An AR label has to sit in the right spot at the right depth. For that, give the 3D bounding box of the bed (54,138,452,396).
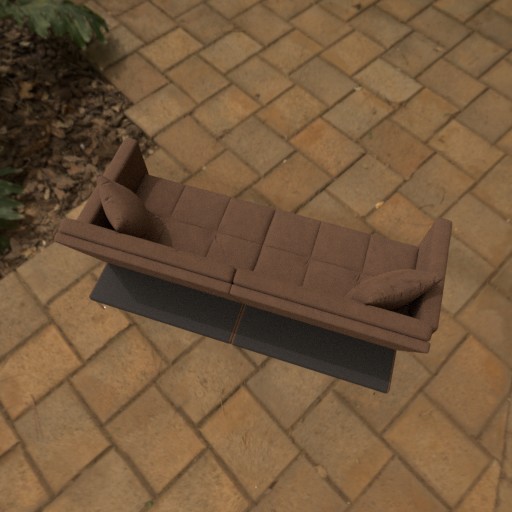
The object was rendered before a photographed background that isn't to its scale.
[{"bbox_3d":[0.000,0.000,2.408,1.905,0.787,0.889,16,64,8],"label":"bed"}]
